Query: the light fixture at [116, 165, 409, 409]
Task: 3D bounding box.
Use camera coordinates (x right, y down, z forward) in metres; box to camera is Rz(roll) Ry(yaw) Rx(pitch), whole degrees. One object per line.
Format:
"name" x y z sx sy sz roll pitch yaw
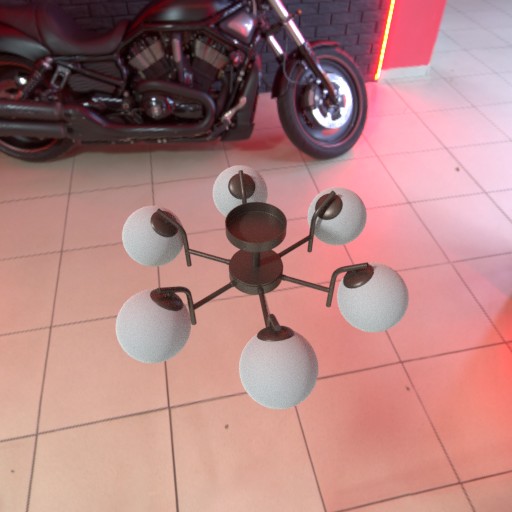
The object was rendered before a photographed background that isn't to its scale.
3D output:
"light fixture" 0.000 0.000 0.967 0.662 0.201 0.662 0 46 0
